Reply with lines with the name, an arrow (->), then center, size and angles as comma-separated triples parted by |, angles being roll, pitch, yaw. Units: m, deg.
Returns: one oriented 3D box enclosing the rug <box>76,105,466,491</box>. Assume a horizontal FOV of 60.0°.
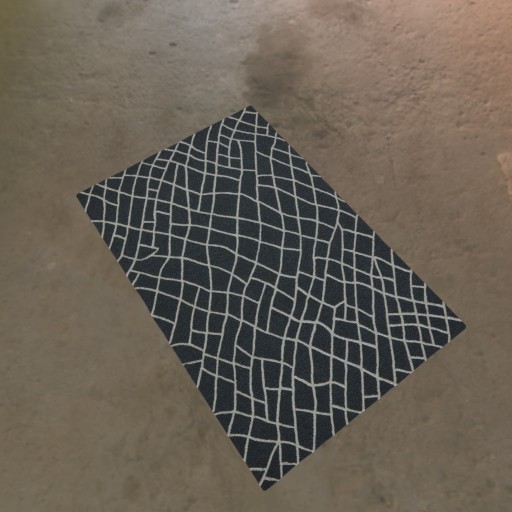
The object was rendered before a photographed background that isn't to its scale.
rug -> 0.000, 0.000, 2.333 | 1.223, 0.013, 1.830 | -32, 67, -16
